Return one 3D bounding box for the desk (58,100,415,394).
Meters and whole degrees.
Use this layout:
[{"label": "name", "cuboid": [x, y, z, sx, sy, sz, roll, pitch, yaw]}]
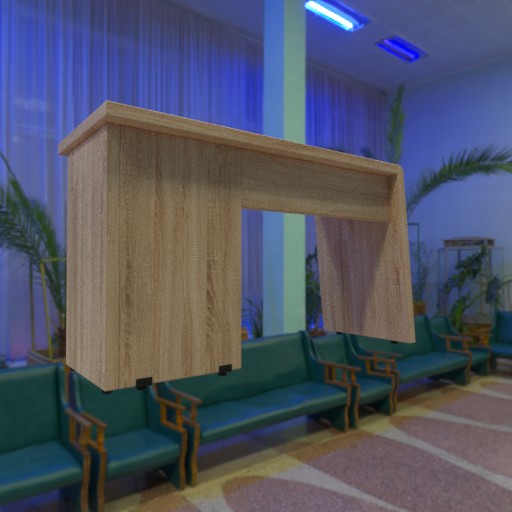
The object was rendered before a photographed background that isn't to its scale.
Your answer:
[{"label": "desk", "cuboid": [0.000, 0.000, 1.681, 1.300, 0.750, 0.500, 1, -2, -37]}]
